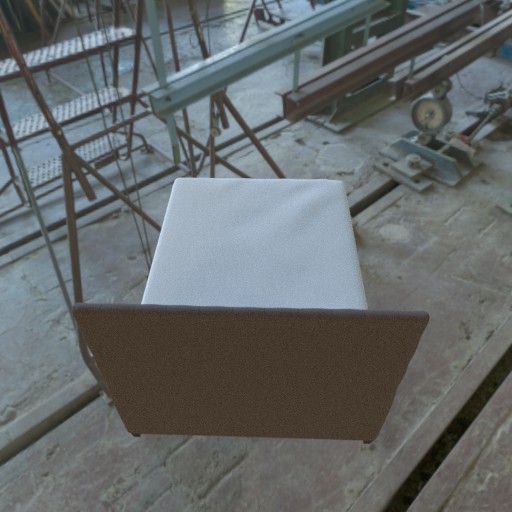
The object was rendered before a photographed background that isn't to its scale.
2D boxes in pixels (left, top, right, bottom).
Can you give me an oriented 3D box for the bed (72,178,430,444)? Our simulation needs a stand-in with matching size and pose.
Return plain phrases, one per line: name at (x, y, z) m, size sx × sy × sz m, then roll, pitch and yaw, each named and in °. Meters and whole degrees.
bed at (0.000, 0.000, 3.325) m, size 1.696 × 1.426 × 2.233 m, roll 1°, pitch 45°, yaw 1°
